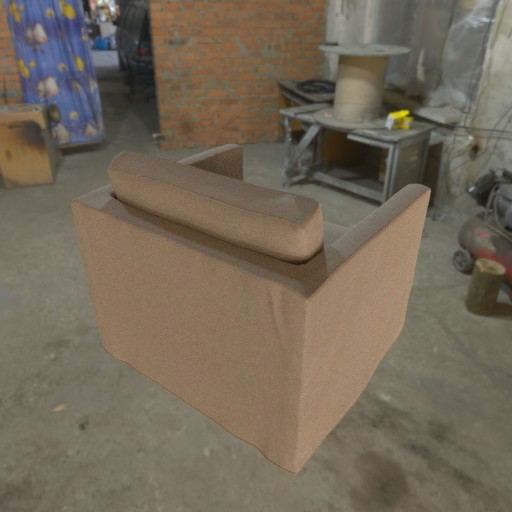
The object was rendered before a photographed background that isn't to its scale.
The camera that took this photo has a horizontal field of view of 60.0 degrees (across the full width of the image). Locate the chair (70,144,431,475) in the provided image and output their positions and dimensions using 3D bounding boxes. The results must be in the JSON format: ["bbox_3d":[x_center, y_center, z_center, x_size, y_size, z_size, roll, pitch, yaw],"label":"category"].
[{"bbox_3d":[0.000,0.000,1.796,1.057,0.863,0.949,21,36,32],"label":"chair"}]
